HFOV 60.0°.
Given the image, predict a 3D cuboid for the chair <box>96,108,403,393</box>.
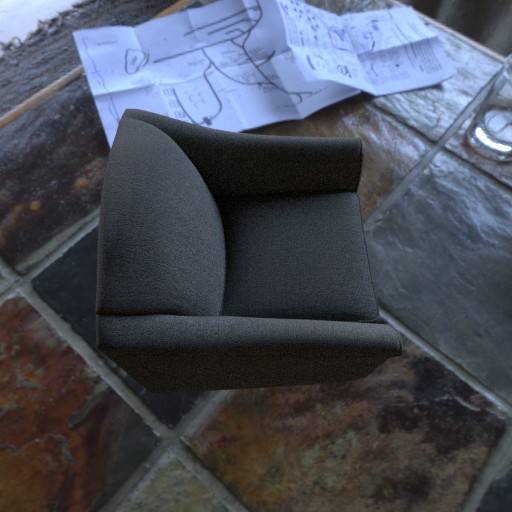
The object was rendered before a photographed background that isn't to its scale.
[{"bbox_3d":[0.000,0.000,1.461,0.787,0.839,0.763,-2,63,-1],"label":"chair"}]
